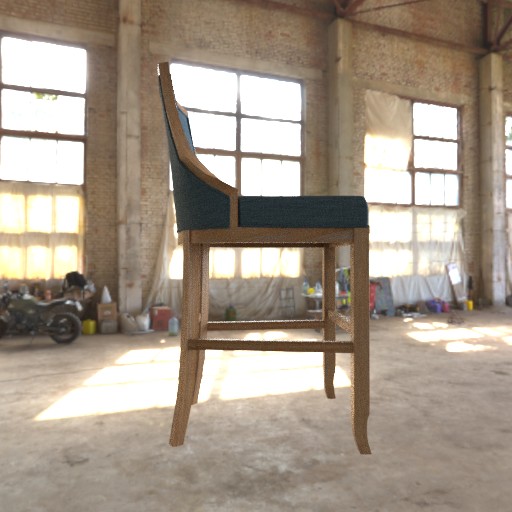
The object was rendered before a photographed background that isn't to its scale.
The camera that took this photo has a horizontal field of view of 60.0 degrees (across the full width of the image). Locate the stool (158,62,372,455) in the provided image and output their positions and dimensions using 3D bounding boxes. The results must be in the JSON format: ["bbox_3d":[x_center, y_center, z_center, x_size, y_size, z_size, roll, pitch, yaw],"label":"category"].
[{"bbox_3d":[0.000,0.000,1.476,0.626,1.101,0.524,0,-1,-1],"label":"stool"}]
